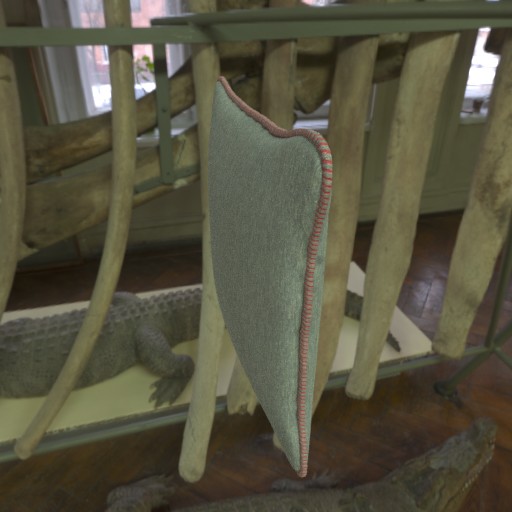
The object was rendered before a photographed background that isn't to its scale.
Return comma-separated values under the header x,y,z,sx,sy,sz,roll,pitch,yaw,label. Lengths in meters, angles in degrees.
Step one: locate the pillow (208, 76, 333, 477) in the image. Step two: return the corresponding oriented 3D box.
x,y,z,sx,sy,sz,roll,pitch,yaw,label
0.000,0.000,0.714,0.124,0.491,0.482,-8,30,-14,pillow
